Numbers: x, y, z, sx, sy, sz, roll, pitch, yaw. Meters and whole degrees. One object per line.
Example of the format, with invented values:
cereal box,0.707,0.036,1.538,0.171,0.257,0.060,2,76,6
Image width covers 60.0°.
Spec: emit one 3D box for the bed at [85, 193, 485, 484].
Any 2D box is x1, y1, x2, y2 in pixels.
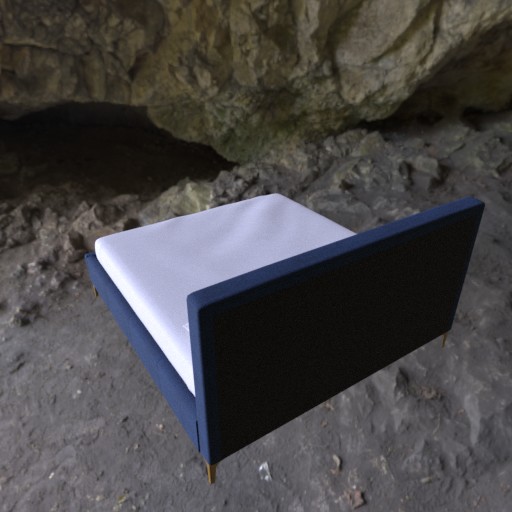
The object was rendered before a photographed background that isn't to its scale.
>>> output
bed,0.000,0.000,3.442,2.096,1.231,2.232,-18,34,-29
